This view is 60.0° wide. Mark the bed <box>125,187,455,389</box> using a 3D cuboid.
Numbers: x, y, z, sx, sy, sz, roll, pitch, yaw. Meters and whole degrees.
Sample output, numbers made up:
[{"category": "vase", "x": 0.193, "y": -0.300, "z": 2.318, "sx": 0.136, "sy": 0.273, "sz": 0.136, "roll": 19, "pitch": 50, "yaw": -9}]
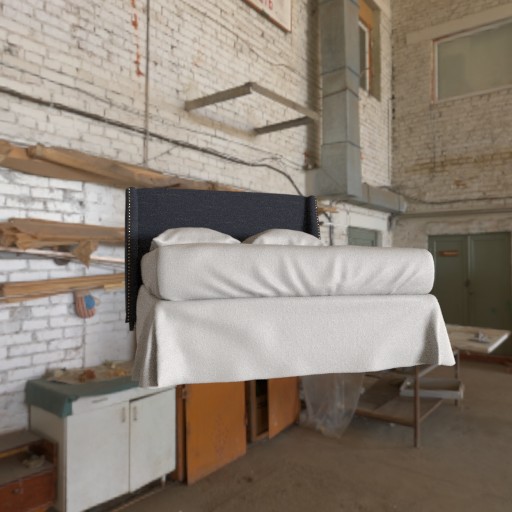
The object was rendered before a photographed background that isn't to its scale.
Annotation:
[{"category": "bed", "x": 0.000, "y": 0.000, "z": 3.380, "sx": 1.925, "sy": 1.332, "sz": 2.276, "roll": 0, "pitch": -1, "yaw": -16}]
